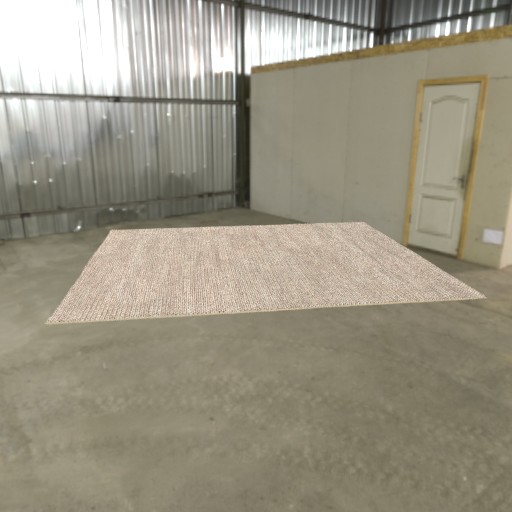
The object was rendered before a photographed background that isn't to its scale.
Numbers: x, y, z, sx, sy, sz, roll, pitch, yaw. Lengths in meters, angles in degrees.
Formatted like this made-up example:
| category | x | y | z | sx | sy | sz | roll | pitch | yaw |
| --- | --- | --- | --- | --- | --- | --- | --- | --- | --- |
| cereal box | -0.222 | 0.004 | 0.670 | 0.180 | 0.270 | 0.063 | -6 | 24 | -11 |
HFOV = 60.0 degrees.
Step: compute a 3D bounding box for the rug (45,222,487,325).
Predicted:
| category | x | y | z | sx | sy | sz | roll | pitch | yaw |
| --- | --- | --- | --- | --- | --- | --- | --- | --- | --- |
| rug | 0.000 | 0.000 | 4.152 | 3.052 | 0.030 | 2.429 | -2 | 18 | -8 |
